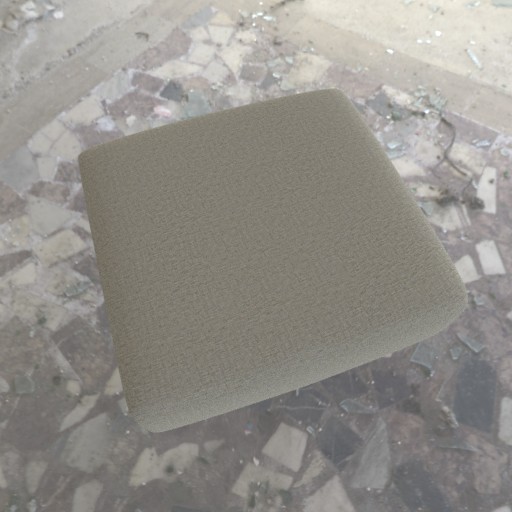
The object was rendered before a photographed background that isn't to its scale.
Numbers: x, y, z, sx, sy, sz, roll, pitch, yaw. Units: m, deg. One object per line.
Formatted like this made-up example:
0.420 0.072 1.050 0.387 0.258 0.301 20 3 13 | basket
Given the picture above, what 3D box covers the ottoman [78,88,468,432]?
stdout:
0.000 0.000 1.054 0.655 0.399 0.648 -17 63 -9 | ottoman
